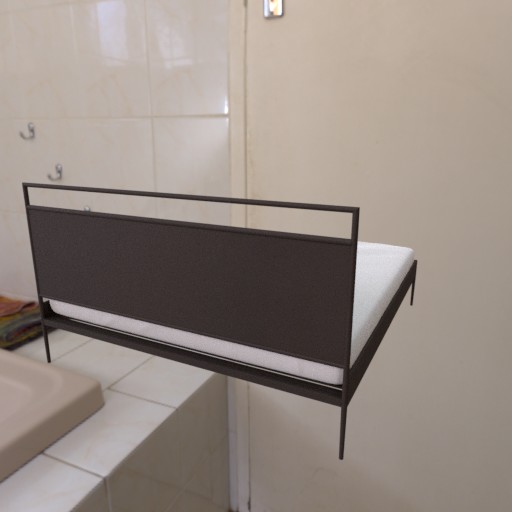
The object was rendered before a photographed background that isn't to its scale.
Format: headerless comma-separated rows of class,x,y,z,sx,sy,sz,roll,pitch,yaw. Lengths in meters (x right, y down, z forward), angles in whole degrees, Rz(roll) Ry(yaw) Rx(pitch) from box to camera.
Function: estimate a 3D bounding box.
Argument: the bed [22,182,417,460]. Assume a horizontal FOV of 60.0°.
bed,0.000,0.000,3.238,1.993,1.173,2.151,8,17,26
